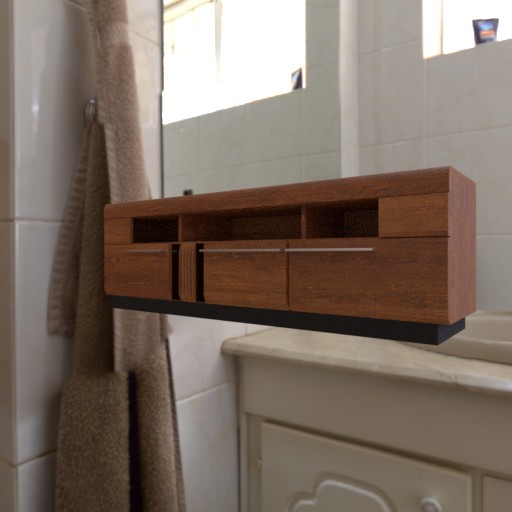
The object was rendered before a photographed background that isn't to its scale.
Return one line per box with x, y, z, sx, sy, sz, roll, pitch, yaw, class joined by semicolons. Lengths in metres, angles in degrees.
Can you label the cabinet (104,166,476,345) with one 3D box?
0.000;0.000;1.853;1.600;0.510;0.419;0;0;36;cabinet
